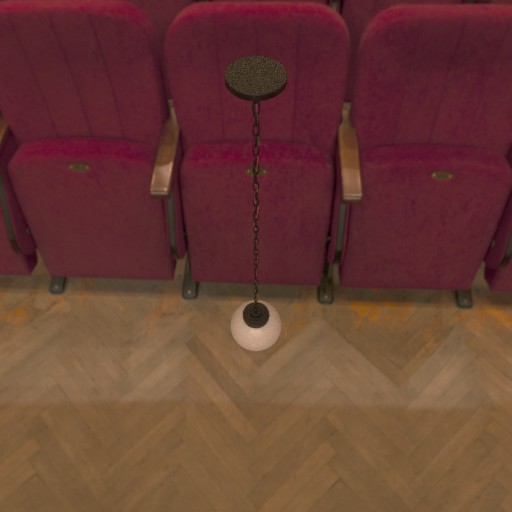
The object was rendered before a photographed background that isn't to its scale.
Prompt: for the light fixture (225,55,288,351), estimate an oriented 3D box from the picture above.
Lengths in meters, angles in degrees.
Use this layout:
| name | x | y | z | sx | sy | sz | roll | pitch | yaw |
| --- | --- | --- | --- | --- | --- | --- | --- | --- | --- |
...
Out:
| name | x | y | z | sx | sy | sz | roll | pitch | yaw |
| --- | --- | --- | --- | --- | --- | --- | --- | --- | --- |
| light fixture | 0.000 | 0.000 | 2.000 | 0.304 | 1.867 | 0.305 | 2 | 58 | 1 |
